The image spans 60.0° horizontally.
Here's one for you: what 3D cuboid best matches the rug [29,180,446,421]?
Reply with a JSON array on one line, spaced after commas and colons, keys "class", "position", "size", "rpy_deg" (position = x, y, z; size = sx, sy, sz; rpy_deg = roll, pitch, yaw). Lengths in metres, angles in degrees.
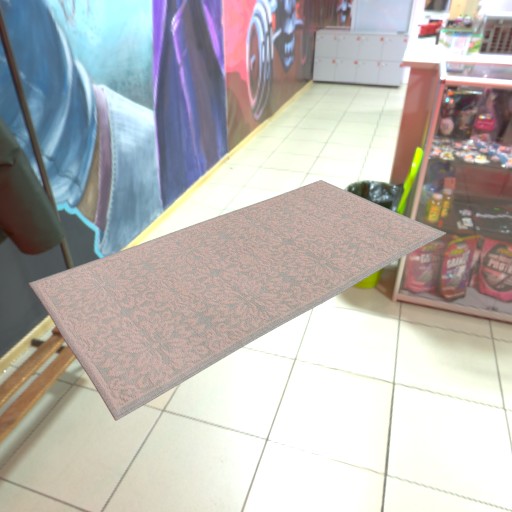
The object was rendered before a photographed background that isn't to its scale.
[{"class": "rug", "position": [0.000, 0.000, 1.416], "size": [1.219, 0.007, 0.604], "rpy_deg": [-24, 39, -32]}]
